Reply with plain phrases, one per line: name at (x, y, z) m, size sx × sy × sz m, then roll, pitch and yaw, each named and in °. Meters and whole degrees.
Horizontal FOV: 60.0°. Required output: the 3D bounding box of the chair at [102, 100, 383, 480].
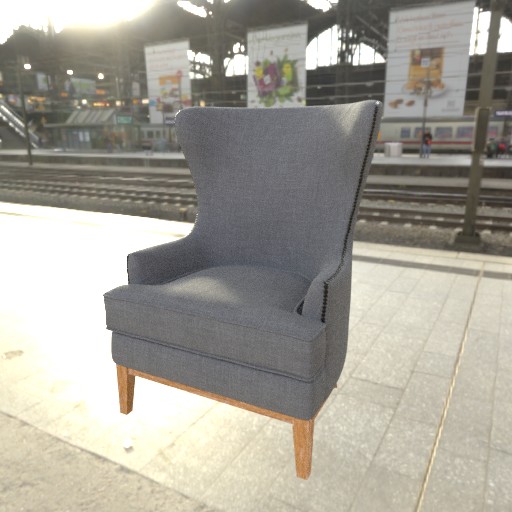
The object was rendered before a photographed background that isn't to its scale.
chair at (0.000, 0.000, 1.766) m, size 0.864 × 1.176 × 0.883 m, roll 7°, pitch 17°, yaw 26°
